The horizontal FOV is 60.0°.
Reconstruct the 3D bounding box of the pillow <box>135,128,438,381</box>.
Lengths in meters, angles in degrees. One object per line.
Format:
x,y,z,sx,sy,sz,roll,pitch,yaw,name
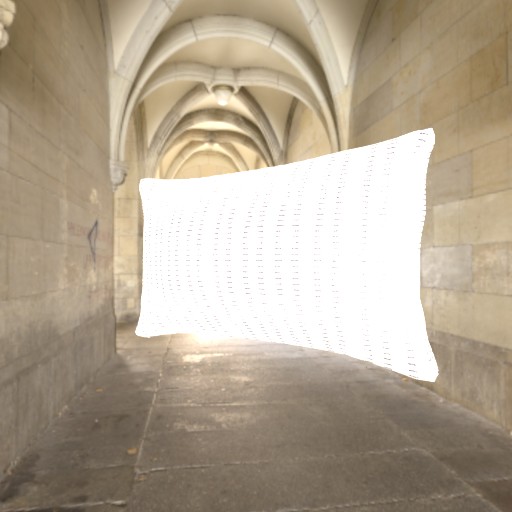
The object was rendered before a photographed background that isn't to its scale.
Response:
0.000,0.000,0.810,0.640,0.353,0.210,-1,-1,37,pillow
